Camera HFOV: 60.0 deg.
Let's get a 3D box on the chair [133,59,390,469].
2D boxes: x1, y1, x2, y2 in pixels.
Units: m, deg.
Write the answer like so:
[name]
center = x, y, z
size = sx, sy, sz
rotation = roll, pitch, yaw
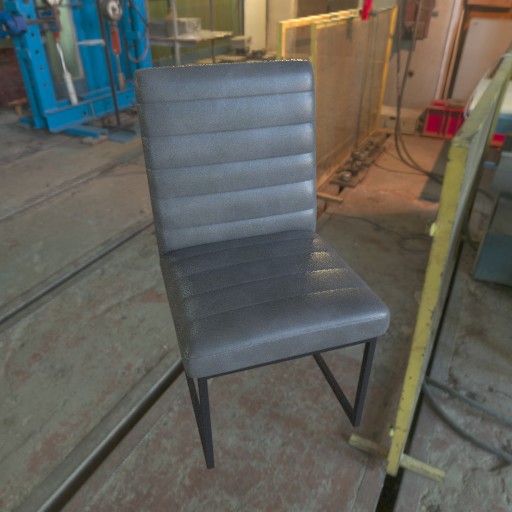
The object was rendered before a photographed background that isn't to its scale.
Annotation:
[chair]
center = 0.000, 0.000, 1.253
size = 0.520, 0.930, 0.634
rotation = -10, 34, -14
